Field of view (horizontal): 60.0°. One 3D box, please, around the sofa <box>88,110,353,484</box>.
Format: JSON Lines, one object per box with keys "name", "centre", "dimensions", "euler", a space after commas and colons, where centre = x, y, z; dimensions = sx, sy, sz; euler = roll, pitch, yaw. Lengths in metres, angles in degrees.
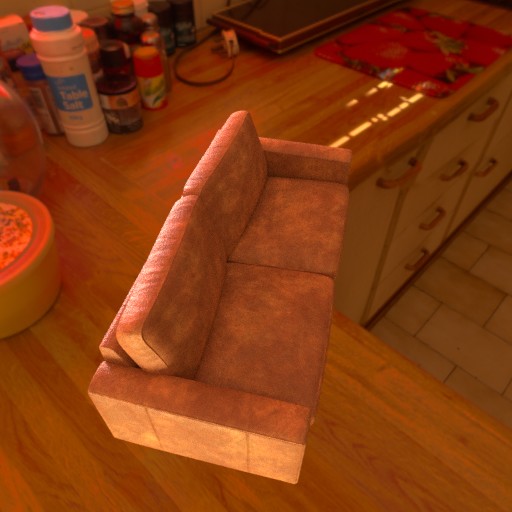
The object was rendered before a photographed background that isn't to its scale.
{"name": "sofa", "centre": [0.000, 0.000, 2.676], "dimensions": [1.016, 0.873, 2.179], "euler": [10, 48, 9]}
